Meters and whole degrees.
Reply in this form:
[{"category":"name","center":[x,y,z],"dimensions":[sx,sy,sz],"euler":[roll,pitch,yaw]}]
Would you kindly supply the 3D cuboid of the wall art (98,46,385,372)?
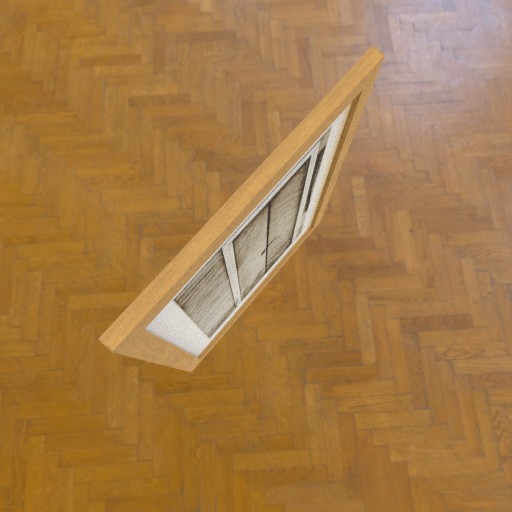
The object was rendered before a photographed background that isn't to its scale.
[{"category":"wall art","center":[0.000,0.000,0.754],"dimensions":[0.020,0.561,0.460],"euler":[39,77,11]}]
